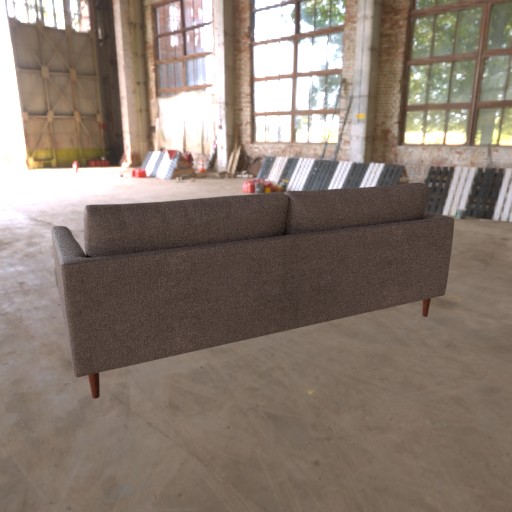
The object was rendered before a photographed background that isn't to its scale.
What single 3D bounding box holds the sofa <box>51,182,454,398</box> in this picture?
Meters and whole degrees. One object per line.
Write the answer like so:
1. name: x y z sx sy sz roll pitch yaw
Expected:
1. sofa: 0.000 0.000 2.723 2.250 0.868 1.020 -8 17 -26
